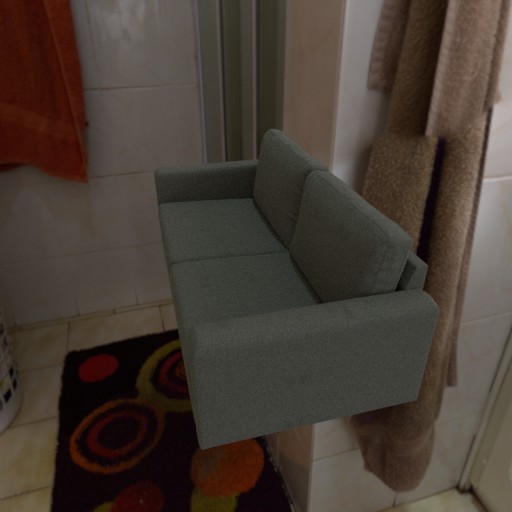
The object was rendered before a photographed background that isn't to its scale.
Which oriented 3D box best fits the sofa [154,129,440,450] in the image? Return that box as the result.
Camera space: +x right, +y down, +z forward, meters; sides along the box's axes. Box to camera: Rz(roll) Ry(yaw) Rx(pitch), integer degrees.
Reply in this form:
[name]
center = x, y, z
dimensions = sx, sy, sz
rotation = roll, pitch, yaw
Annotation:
[sofa]
center = 0.000, 0.000, 2.269
dimensions = 0.889, 0.897, 1.730
rotation = -8, 31, -13
